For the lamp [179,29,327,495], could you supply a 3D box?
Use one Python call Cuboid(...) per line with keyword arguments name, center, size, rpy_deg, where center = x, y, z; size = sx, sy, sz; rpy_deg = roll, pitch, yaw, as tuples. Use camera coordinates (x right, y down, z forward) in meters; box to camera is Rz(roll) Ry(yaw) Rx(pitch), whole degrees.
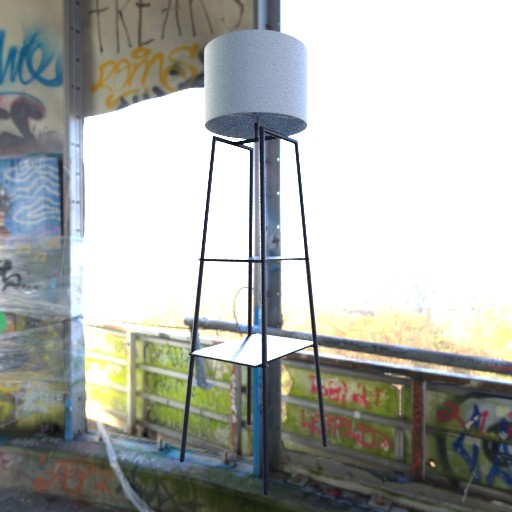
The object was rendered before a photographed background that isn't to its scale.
Cuboid(name="lamp", center=(0.000, 0.000, 1.636), size=(0.384, 1.474, 0.427), rpy_deg=(1, 2, 35))
